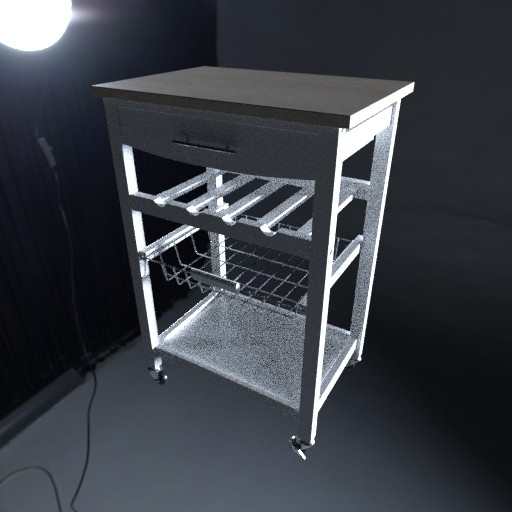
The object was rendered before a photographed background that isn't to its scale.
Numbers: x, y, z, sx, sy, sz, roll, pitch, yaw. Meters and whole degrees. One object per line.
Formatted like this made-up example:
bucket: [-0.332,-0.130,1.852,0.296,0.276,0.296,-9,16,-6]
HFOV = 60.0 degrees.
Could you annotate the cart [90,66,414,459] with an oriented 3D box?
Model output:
cart: [0.000,0.000,1.172,0.578,0.857,0.406,16,33,26]
